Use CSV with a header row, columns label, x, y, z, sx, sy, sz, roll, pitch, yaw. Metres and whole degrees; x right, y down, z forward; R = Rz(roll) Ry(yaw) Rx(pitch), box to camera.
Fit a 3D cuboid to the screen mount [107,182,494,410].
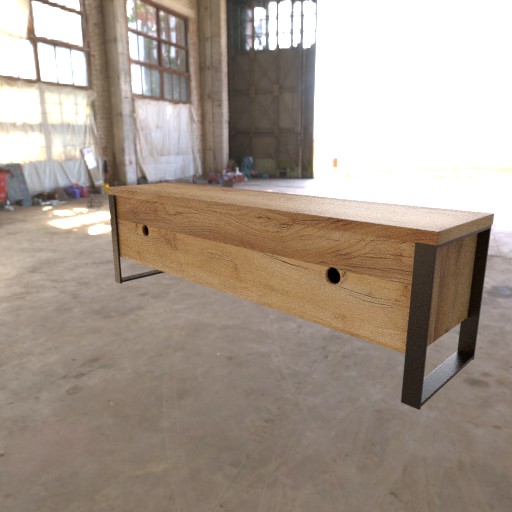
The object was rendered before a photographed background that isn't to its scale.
label,x,y,z,sx,sy,sz,roll,pitch,yaw
screen mount,0.000,0.000,1.694,1.524,0.450,0.395,13,19,43
